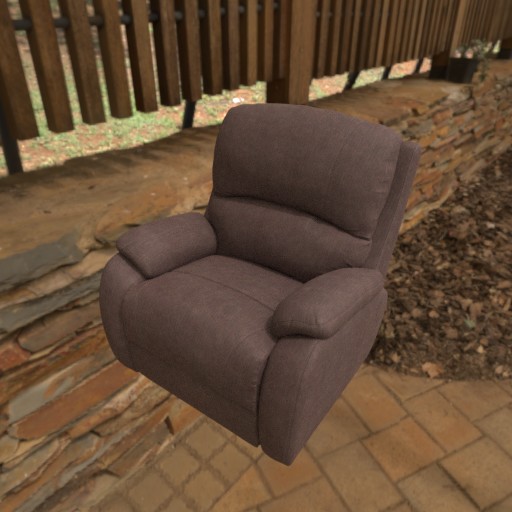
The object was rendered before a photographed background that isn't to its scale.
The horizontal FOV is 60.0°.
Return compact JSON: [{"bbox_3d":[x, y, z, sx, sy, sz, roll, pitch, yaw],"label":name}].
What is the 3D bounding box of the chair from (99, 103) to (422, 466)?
[{"bbox_3d":[0.000,0.000,1.710,0.930,1.011,0.899,20,36,30],"label":"chair"}]
